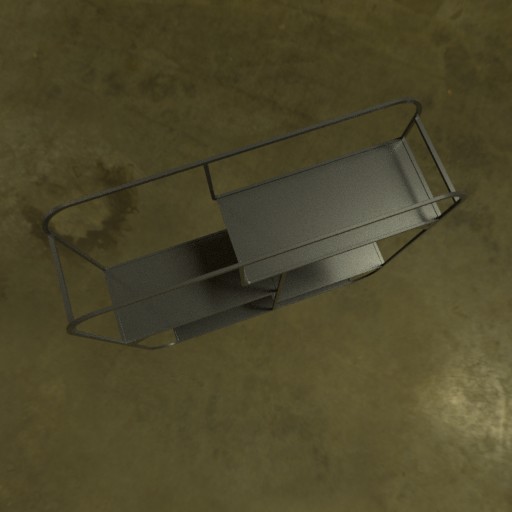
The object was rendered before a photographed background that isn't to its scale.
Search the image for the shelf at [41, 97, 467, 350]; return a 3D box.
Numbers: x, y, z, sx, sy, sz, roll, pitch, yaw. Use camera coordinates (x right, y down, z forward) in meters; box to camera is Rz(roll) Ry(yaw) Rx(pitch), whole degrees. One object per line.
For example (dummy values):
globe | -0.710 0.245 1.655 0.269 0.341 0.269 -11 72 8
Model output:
shelf | 0.000 0.000 0.884 0.600 0.600 0.160 -18 76 -5
